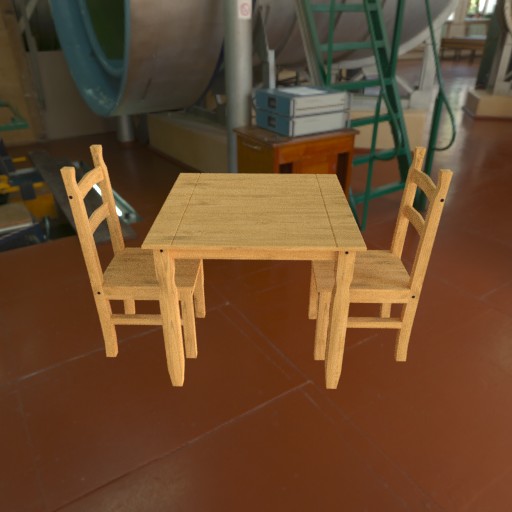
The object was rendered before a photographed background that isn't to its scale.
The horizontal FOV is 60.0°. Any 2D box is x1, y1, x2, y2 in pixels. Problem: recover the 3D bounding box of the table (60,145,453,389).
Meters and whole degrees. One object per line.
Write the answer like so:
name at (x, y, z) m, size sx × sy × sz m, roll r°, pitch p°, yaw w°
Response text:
table at (0.000, 0.000, 2.078) m, size 1.501 × 0.942 × 0.813 m, roll 1°, pitch 29°, yaw 1°
